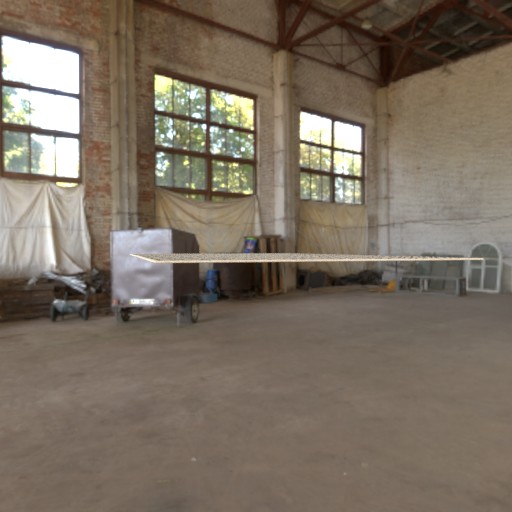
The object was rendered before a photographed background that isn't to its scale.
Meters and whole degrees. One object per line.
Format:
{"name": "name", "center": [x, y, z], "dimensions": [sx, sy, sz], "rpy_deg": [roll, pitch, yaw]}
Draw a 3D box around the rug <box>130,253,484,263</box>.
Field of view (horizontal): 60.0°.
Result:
{"name": "rug", "center": [0.000, 0.000, 2.357], "dimensions": [1.220, 0.007, 1.828], "rpy_deg": [0, 1, -18]}
